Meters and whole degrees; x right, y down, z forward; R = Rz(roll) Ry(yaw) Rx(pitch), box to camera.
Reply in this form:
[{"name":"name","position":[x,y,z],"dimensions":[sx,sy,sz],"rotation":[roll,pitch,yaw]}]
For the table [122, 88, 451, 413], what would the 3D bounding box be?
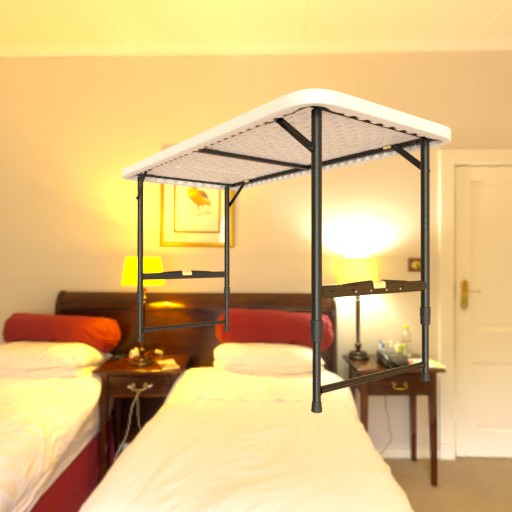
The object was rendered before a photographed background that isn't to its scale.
[{"name":"table","position":[0.000,0.000,1.611],"dimensions":[0.610,0.737,1.219],"rotation":[0,0,-37]}]
